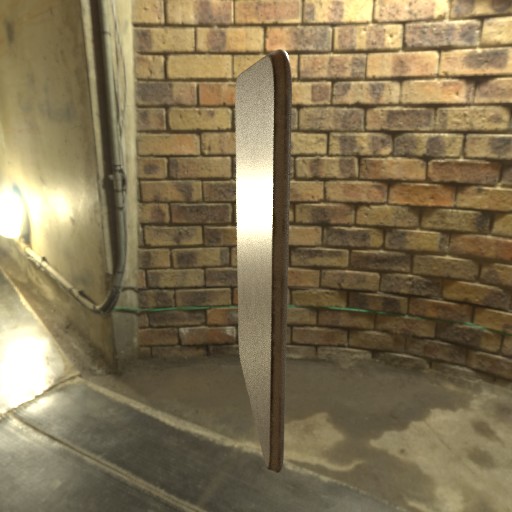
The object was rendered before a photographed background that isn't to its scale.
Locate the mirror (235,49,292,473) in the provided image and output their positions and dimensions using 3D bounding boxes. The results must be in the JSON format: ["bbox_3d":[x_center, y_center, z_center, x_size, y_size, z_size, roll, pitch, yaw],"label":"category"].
[{"bbox_3d":[0.000,0.000,0.886,0.024,0.713,0.461,-3,18,-9],"label":"mirror"}]
